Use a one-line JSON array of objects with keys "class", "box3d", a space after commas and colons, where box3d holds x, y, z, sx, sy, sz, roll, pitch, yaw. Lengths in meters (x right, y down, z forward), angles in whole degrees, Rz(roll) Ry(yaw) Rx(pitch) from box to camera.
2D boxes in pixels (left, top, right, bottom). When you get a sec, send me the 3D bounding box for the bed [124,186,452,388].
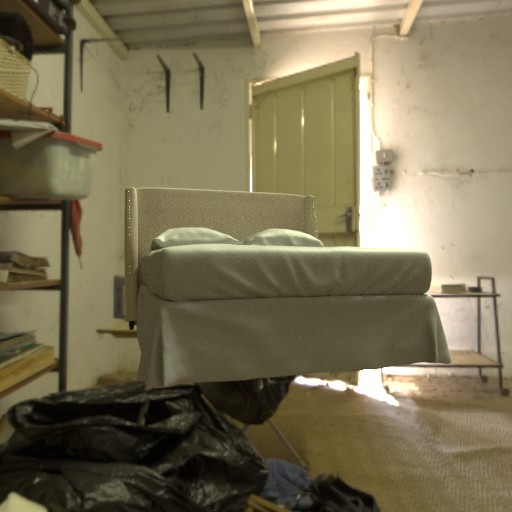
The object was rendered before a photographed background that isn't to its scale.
[{"class": "bed", "box3d": [0.000, 0.000, 3.427, 1.925, 1.332, 2.276, 0, -1, -17]}]
